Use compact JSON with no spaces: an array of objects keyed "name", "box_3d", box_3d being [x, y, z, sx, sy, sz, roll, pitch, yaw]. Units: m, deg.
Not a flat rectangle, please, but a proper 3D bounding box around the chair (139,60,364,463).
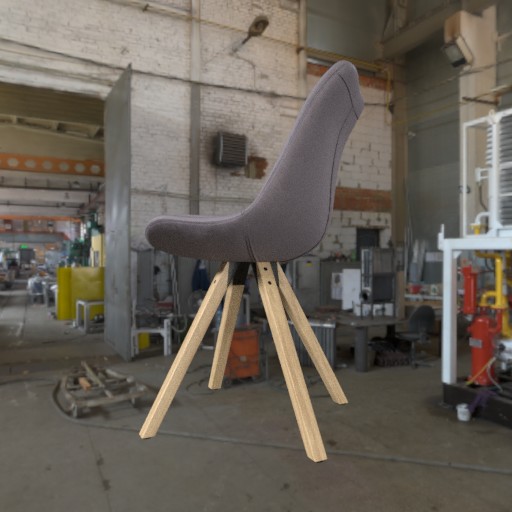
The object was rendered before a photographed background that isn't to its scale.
[{"name":"chair","box_3d":[0.000,0.000,1.181,0.547,0.865,0.483,0,0,18]}]
